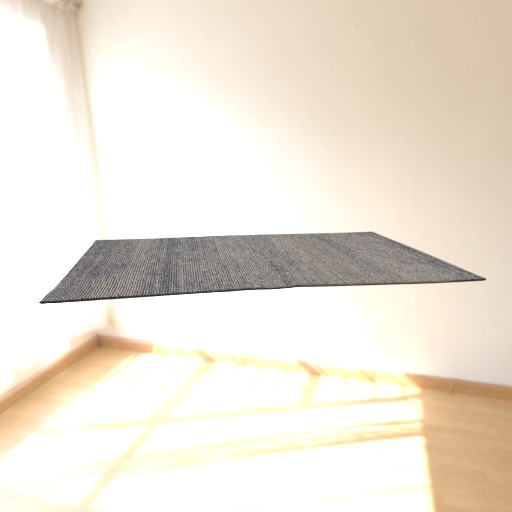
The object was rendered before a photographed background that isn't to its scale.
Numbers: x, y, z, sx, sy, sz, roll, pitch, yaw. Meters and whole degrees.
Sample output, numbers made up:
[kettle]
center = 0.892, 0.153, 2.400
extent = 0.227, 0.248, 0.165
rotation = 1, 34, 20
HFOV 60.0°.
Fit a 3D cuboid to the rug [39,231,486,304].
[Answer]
[rug]
center = 0.000, 0.000, 2.284
extent = 1.793, 0.025, 1.159
rotation = -2, 13, -9
